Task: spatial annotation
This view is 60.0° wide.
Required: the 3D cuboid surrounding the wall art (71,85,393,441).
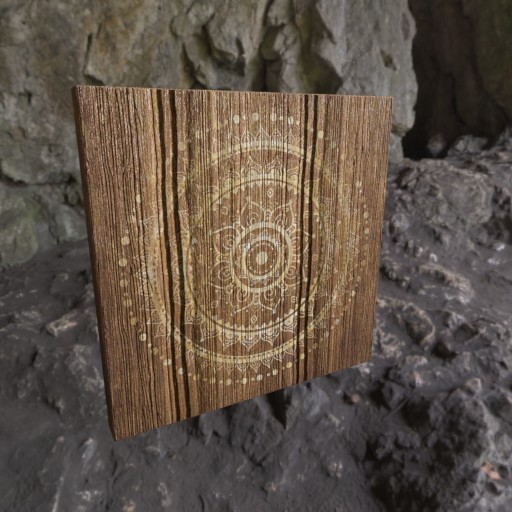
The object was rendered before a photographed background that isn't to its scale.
[{"bbox_3d":[0.000,0.000,0.582,0.406,0.403,0.039,-9,19,-27],"label":"wall art"}]
